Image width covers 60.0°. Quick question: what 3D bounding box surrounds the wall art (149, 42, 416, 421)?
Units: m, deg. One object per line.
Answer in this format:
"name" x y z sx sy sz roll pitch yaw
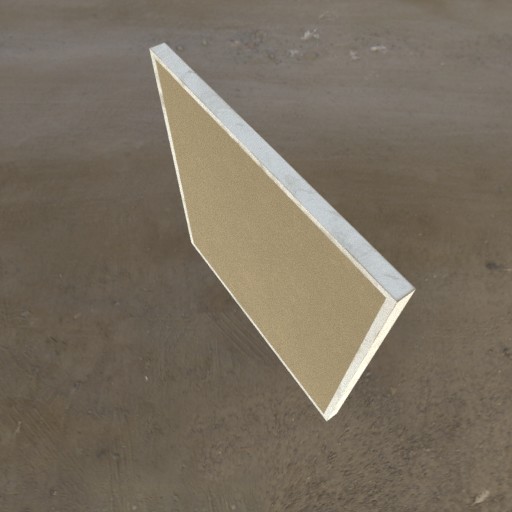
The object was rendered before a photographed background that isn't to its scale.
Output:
"wall art" 0.000 0.000 1.130 0.038 0.757 0.760 -31 62 -18
